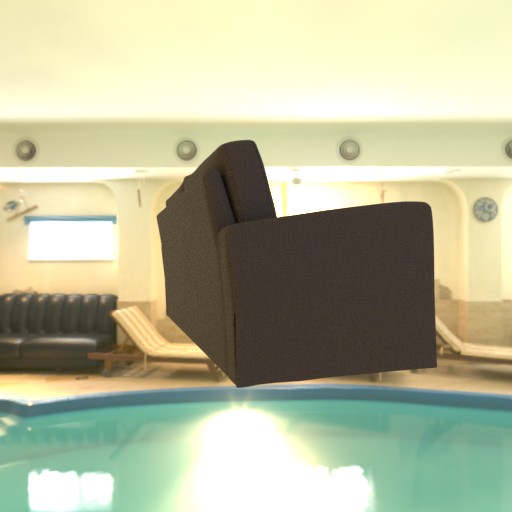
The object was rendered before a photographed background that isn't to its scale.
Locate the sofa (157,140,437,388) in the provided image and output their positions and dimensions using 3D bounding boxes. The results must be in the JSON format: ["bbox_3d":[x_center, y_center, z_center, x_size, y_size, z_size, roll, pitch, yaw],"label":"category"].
[{"bbox_3d":[0.000,0.000,2.392,0.898,0.839,1.852,0,0,-18],"label":"sofa"}]
